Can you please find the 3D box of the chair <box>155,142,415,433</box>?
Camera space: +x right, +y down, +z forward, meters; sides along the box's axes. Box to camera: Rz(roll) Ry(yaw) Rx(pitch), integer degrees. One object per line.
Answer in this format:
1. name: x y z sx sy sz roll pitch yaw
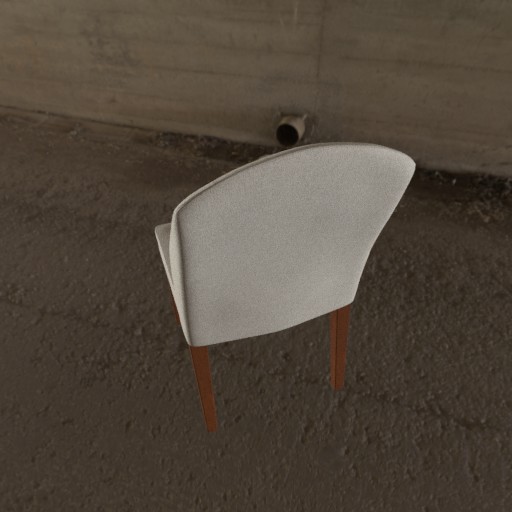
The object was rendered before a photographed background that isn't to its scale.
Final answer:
1. chair: 0.000 0.000 1.197 0.472 0.893 0.540 -13 43 -15
